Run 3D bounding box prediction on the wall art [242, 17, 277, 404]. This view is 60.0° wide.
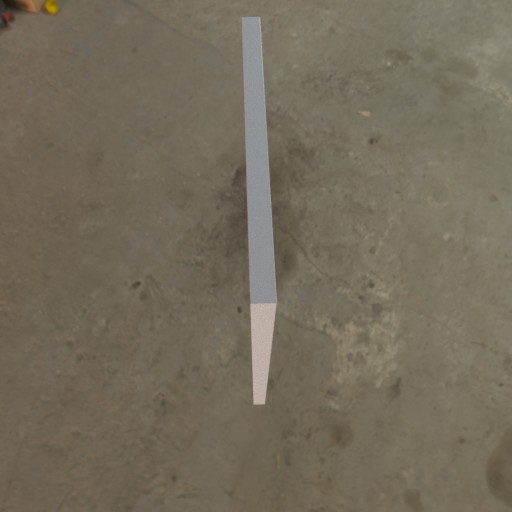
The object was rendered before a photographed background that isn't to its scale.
[{"bbox_3d":[0.000,0.000,1.157,0.037,0.916,0.610,-2,63,-1],"label":"wall art"}]
